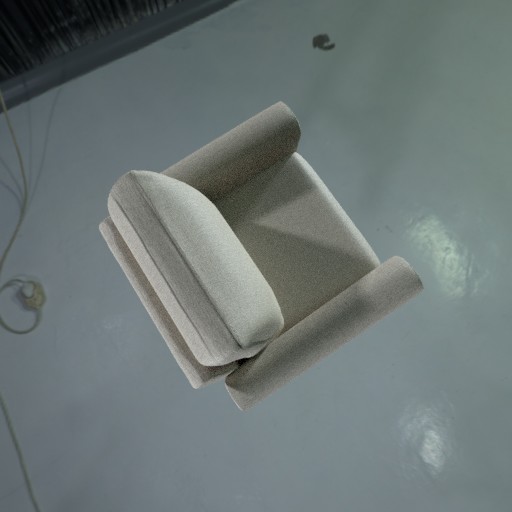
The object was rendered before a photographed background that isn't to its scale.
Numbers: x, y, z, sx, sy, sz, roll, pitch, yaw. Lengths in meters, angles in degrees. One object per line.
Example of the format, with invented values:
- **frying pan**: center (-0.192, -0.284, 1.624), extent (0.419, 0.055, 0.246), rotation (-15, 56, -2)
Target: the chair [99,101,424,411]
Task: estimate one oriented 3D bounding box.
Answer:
- **chair**: center (0.000, 0.000, 2.383), extent (1.180, 1.349, 1.275), rotation (-32, 77, -8)
